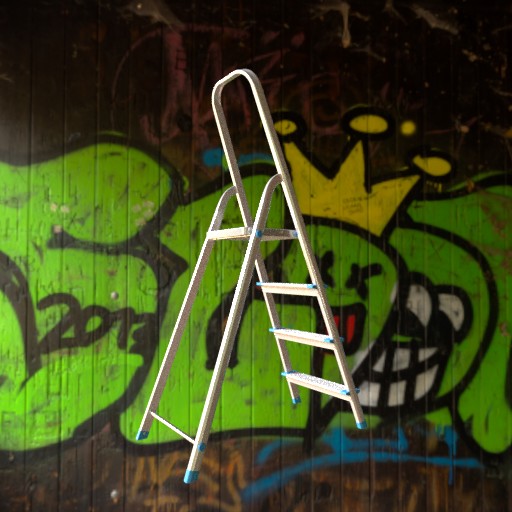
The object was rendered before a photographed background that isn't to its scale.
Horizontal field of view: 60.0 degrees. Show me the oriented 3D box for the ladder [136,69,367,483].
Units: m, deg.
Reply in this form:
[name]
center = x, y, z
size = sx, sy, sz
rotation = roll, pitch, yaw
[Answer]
[ladder]
center = 0.000, 0.000, 1.815
size = 0.842, 1.434, 0.445
rotation = 1, -2, -35
